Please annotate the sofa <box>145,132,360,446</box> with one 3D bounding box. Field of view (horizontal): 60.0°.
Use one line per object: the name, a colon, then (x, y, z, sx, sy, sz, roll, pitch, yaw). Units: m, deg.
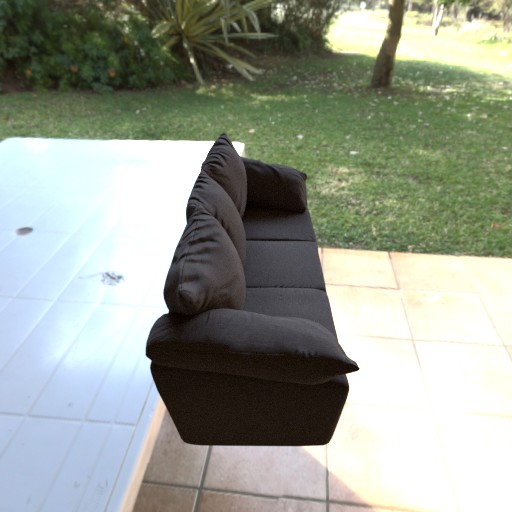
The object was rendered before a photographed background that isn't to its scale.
sofa: (0.000, 0.000, 2.879, 0.927, 1.043, 2.390, 0, 31, 0)
